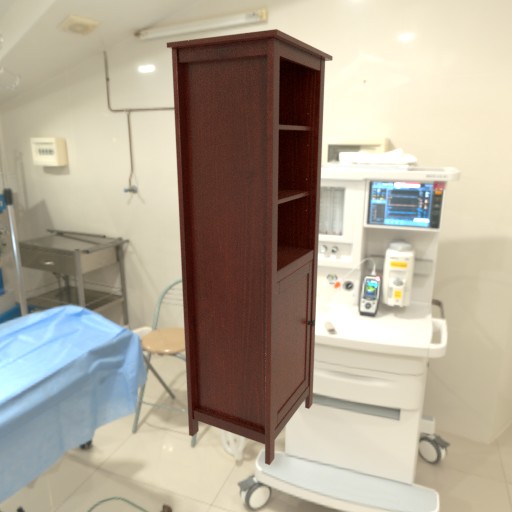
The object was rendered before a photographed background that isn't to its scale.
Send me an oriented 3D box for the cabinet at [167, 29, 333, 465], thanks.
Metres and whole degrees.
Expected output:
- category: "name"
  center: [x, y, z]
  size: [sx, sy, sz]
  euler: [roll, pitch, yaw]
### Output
- category: "cabinet"
  center: [0.000, 0.000, 1.773]
  size: [0.401, 1.518, 0.500]
  euler: [8, 17, 27]
